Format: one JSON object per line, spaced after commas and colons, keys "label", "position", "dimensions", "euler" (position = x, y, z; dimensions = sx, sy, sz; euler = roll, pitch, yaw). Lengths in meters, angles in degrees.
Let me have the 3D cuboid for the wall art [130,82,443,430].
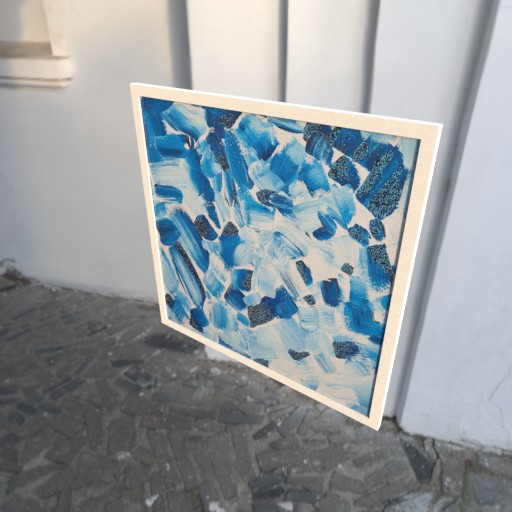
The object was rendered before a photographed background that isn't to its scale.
{"label": "wall art", "position": [0.000, 0.000, 0.676], "dimensions": [0.457, 0.457, 0.012], "euler": [19, 35, 30]}
